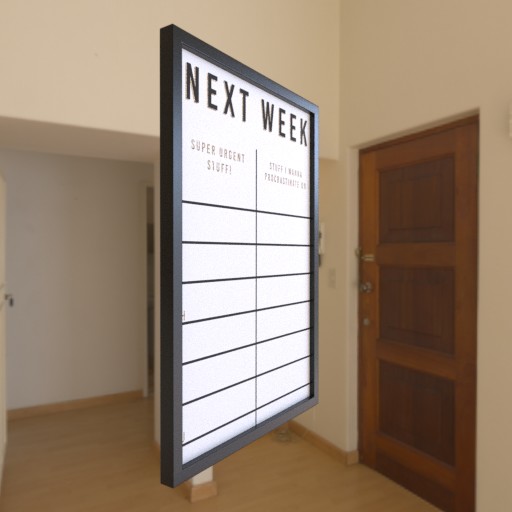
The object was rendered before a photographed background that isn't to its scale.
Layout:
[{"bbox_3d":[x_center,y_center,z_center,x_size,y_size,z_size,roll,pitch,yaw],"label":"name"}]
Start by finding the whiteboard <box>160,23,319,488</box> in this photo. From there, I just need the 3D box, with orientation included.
[{"bbox_3d":[0.000,0.000,0.751,0.026,0.611,0.406,0,1,36],"label":"whiteboard"}]
